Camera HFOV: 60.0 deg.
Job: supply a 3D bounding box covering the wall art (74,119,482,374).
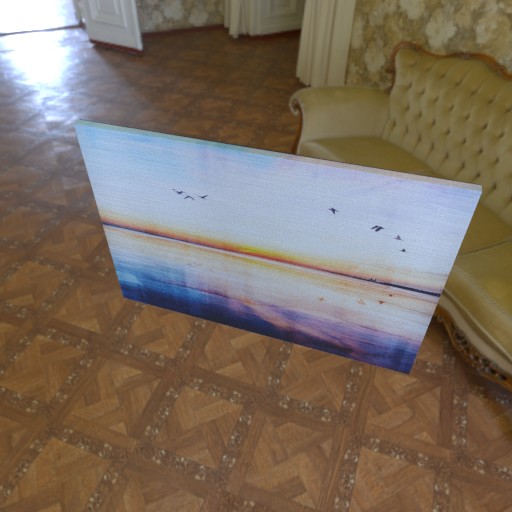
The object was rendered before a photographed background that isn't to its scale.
[{"bbox_3d":[0.000,0.000,1.444,1.137,0.756,0.034,13,43,14],"label":"wall art"}]
